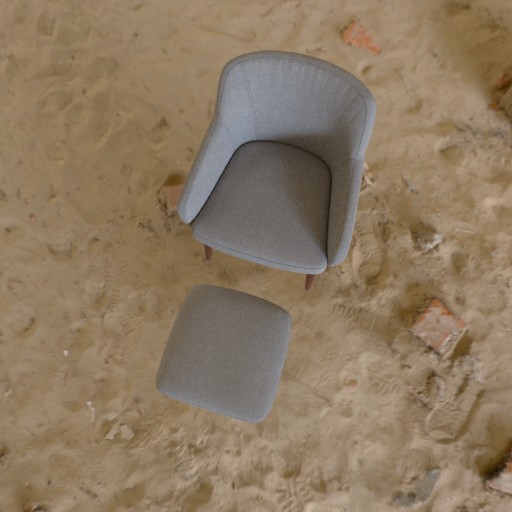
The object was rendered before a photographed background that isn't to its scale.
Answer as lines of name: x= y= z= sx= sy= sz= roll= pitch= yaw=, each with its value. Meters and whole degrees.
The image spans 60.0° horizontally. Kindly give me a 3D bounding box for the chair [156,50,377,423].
chair: x=0.000 y=0.000 z=1.582 sx=0.584 sy=0.799 sz=1.107 roll=16 pitch=76 yaw=4
